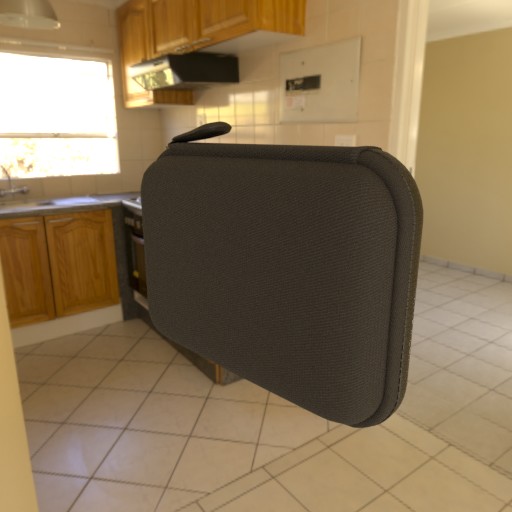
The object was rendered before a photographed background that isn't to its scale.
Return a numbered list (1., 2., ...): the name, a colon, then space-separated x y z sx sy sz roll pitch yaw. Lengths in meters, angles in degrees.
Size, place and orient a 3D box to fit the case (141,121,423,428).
1. case: 0.000 0.000 0.179 0.132 0.105 0.038 14 20 42
